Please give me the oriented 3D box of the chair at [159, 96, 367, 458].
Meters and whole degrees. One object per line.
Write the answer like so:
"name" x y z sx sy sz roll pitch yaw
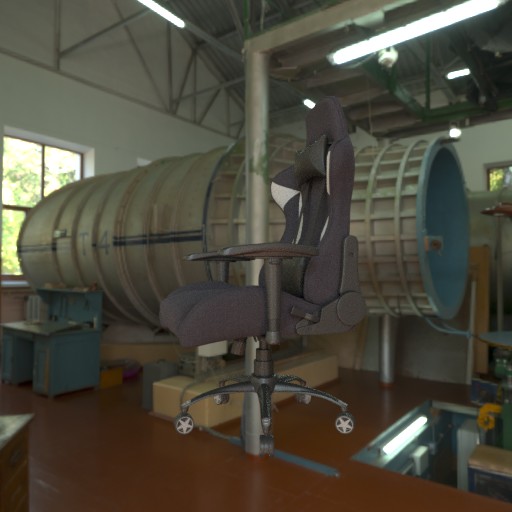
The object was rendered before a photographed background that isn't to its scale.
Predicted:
"chair" 0.000 0.000 1.732 0.695 1.300 0.730 1 -2 -18
